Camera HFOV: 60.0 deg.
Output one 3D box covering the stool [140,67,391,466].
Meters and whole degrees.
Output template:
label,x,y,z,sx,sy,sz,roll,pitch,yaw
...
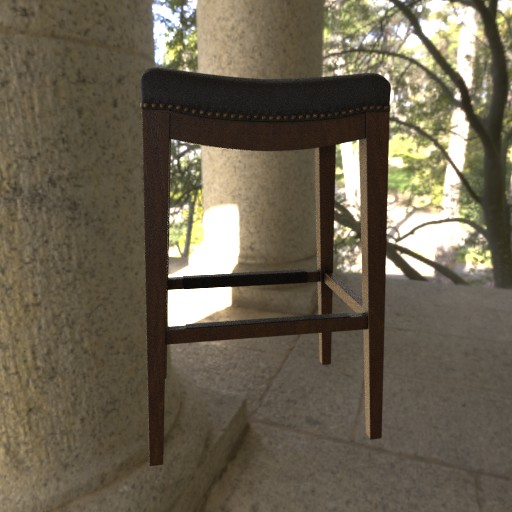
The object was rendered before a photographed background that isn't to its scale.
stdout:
label,x,y,z,sx,sy,sz,roll,pitch,yaw
stool,0.000,0.000,1.009,0.500,0.765,0.361,-3,15,-10
